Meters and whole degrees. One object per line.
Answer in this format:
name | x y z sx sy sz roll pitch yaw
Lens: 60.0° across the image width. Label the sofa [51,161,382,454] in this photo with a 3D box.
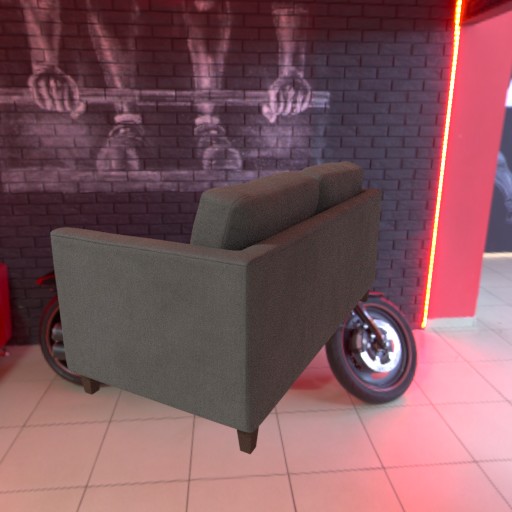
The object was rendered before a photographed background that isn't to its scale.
sofa | 0.000 0.000 2.430 0.950 0.963 1.884 8 18 27
